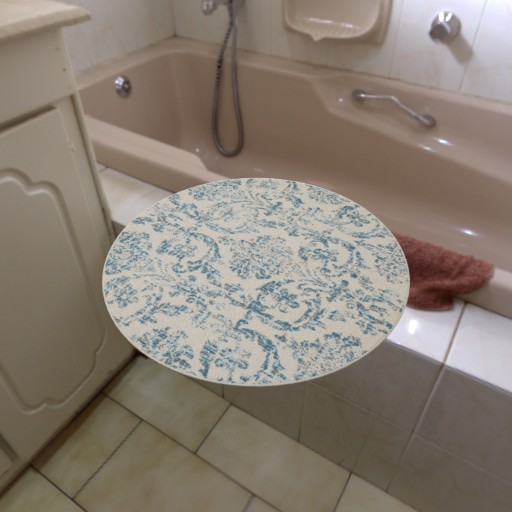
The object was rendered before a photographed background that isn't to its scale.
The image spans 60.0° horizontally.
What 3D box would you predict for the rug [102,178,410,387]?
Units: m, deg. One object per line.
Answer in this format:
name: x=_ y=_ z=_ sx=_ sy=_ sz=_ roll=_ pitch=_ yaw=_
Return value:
rug: x=0.000 y=0.000 z=2.371 sx=1.593 sy=0.012 sz=1.593 roll=0 pitch=41 yaw=0
